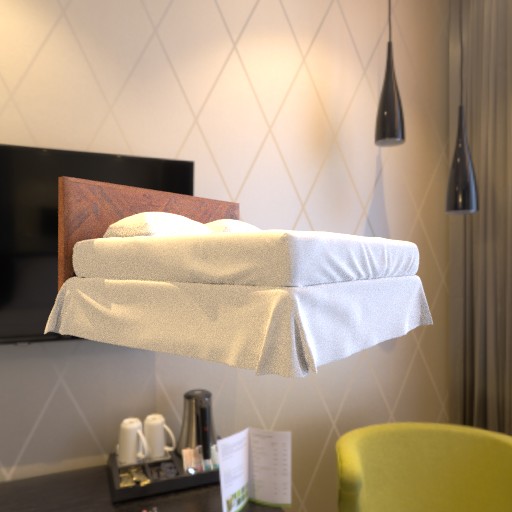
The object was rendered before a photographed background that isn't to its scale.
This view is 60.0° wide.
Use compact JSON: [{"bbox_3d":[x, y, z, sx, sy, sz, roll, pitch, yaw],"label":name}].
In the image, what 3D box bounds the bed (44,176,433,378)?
[{"bbox_3d":[0.000,0.000,3.420,2.165,1.158,2.255,0,0,37],"label":"bed"}]
